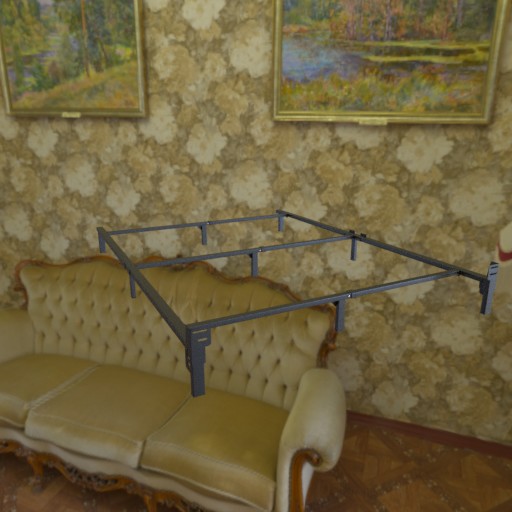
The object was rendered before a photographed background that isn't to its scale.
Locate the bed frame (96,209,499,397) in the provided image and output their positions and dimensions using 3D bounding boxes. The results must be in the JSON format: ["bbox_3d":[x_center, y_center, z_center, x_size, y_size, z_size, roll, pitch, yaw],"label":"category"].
[{"bbox_3d":[0.000,0.000,2.592,1.498,0.248,1.990,-8,18,-26],"label":"bed frame"}]
